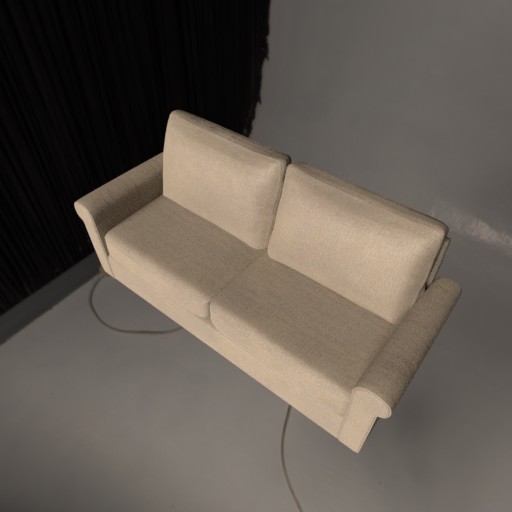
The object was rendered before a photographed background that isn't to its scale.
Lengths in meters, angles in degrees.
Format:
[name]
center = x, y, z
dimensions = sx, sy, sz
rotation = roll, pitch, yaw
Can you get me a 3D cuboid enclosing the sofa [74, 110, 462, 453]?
[sofa]
center = 0.000, 0.000, 2.370
dimensions = 1.935, 0.942, 0.842
rotation = 30, 53, 25
